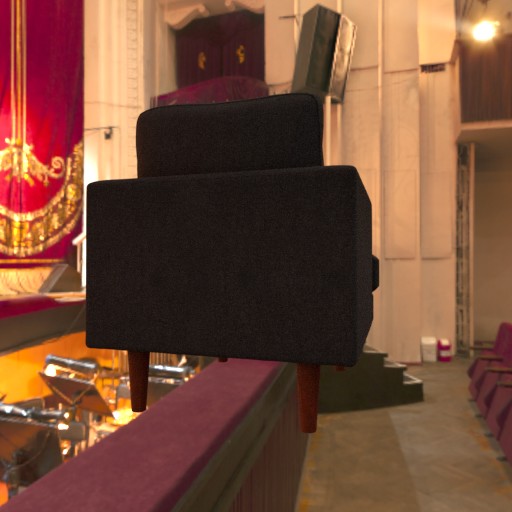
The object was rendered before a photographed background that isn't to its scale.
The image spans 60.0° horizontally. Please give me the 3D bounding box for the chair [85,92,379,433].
[{"bbox_3d":[0.000,0.000,1.650,0.858,0.957,0.899,0,-1,18],"label":"chair"}]
